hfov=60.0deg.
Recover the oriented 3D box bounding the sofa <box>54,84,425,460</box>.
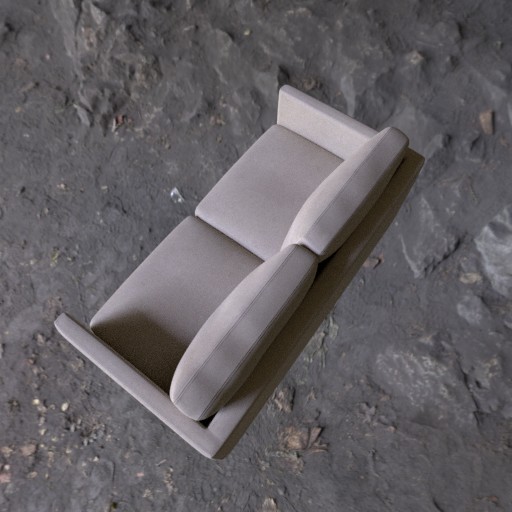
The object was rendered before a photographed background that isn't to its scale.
[{"bbox_3d":[0.000,0.000,2.395,0.950,0.940,1.846,34,69,15],"label":"sofa"}]
